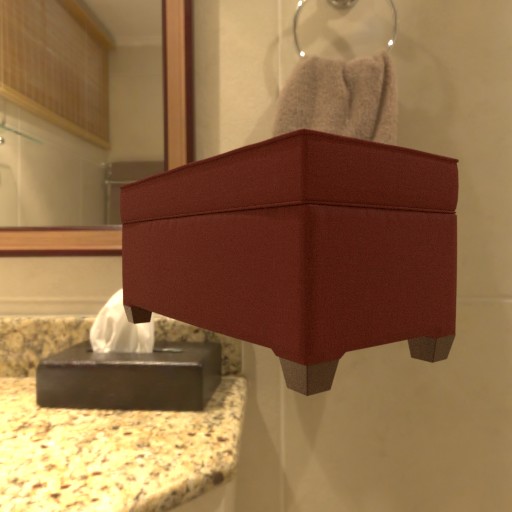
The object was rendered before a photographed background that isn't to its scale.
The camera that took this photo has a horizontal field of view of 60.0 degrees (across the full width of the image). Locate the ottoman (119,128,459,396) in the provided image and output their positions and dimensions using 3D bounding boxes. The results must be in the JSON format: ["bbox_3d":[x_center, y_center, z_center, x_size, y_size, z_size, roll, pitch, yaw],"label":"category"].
[{"bbox_3d":[0.000,0.000,1.237,0.497,0.454,0.948,-1,2,-35],"label":"ottoman"}]
